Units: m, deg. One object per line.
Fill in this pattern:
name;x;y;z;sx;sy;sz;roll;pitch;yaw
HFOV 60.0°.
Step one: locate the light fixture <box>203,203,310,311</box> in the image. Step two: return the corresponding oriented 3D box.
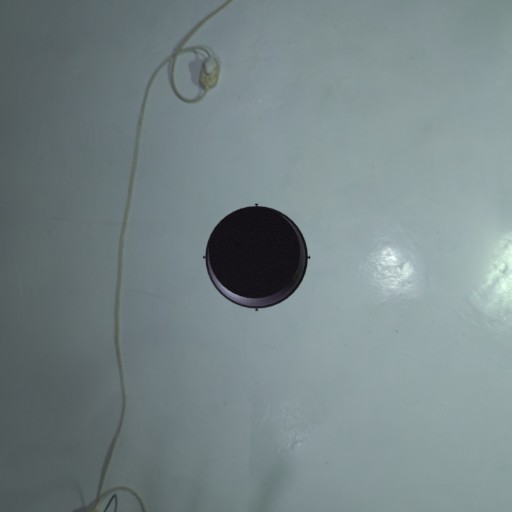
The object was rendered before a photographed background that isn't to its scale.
light fixture;0.000;0.000;1.053;0.341;0.849;0.341;0;89;0
